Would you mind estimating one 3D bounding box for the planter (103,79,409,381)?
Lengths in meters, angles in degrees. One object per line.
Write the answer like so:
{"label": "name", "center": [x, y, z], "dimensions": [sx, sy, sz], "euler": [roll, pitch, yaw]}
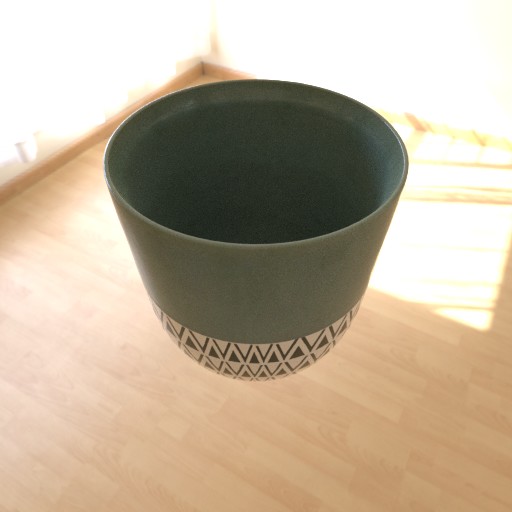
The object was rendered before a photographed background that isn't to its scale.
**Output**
{"label": "planter", "center": [0.000, 0.000, 0.371], "dimensions": [0.198, 0.214, 0.198], "euler": [0, 46, 0]}
